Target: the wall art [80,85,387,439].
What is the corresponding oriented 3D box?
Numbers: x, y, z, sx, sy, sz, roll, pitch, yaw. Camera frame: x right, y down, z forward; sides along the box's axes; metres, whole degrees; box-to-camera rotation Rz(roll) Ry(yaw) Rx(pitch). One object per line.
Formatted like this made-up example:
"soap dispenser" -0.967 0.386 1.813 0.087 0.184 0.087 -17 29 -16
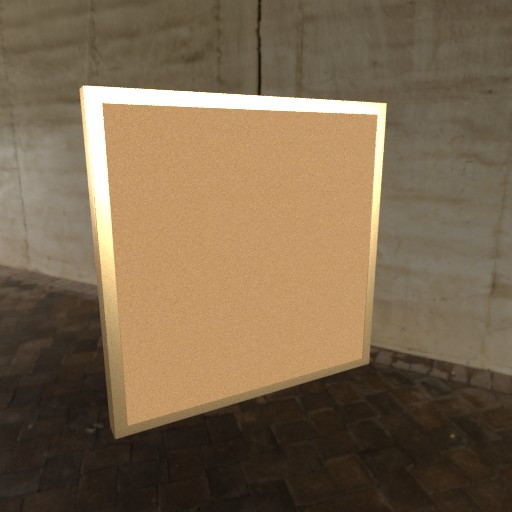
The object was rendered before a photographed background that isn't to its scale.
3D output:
"wall art" 0.000 0.000 0.448 0.305 0.305 0.023 -7 16 -27
